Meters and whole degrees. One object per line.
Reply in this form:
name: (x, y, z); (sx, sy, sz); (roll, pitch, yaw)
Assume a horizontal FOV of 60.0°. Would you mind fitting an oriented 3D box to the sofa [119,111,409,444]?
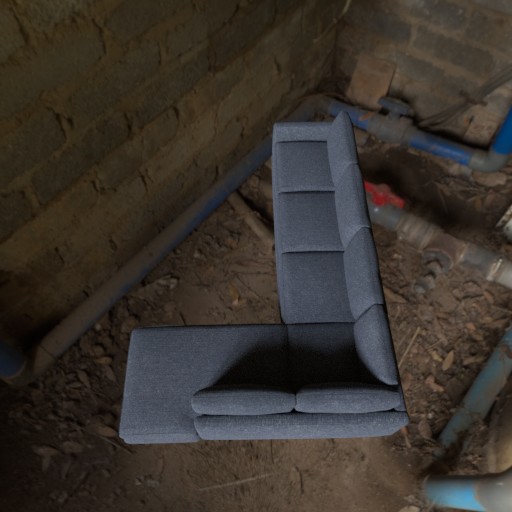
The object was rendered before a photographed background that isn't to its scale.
sofa: (0.000, 0.000, 3.857); (2.007, 0.815, 2.949); (-1, 59, -1)
